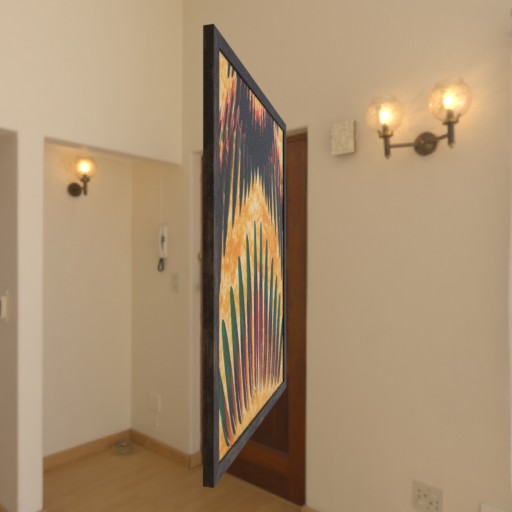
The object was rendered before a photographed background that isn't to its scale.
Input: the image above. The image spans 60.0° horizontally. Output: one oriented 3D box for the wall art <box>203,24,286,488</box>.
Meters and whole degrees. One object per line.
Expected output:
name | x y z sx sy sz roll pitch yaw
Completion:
wall art | 0.000 0.000 1.412 0.029 1.066 0.812 0 0 16
